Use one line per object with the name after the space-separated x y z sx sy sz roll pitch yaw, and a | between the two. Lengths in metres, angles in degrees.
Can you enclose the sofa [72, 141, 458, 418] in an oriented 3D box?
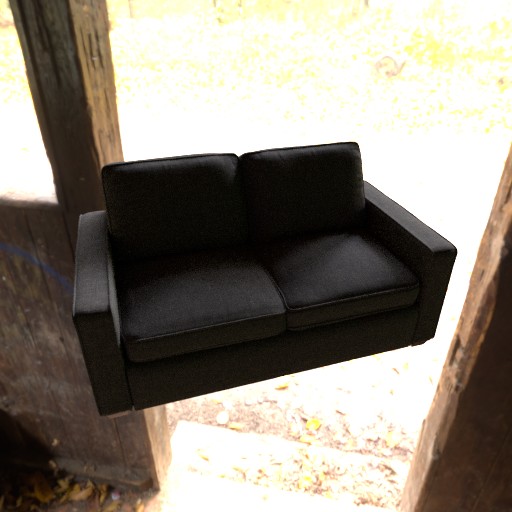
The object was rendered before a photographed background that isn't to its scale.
0.000 0.000 2.274 1.709 0.918 0.947 -9 33 -14 | sofa
